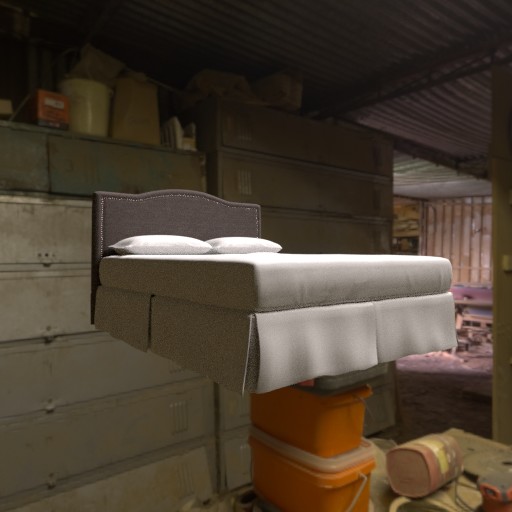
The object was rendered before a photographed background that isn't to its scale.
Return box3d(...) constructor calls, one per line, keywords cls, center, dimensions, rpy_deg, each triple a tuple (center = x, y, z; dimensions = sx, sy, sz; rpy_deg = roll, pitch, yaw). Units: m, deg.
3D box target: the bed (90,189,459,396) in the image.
box3d(cls="bed", center=(0.000, 0.000, 3.944), dimensions=(2.161, 1.457, 2.689), rpy_deg=(0, 1, -37))
